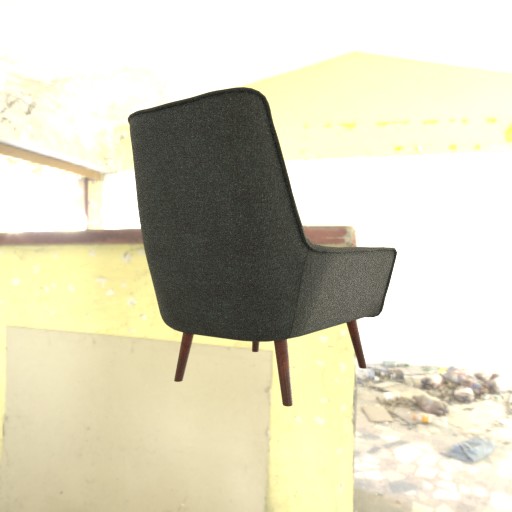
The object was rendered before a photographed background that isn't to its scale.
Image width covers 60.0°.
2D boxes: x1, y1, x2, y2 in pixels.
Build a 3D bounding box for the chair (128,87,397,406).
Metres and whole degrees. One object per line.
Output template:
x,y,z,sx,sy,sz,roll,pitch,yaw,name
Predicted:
0.000,0.000,1.574,0.763,0.883,0.859,0,1,34,chair
